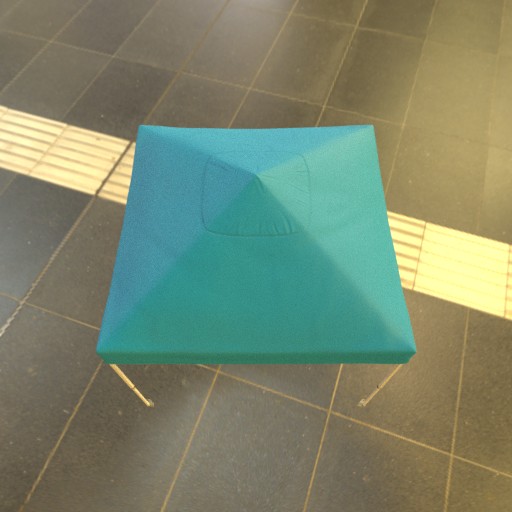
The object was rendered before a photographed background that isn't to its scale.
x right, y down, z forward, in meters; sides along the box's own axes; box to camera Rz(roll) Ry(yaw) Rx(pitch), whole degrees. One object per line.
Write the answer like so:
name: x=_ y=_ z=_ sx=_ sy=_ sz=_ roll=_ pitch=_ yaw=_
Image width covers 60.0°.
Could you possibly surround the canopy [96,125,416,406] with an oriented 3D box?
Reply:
canopy: x=0.000 y=0.000 z=5.490 sx=2.998 sy=2.997 sz=2.996 roll=0 pitch=59 yaw=0
